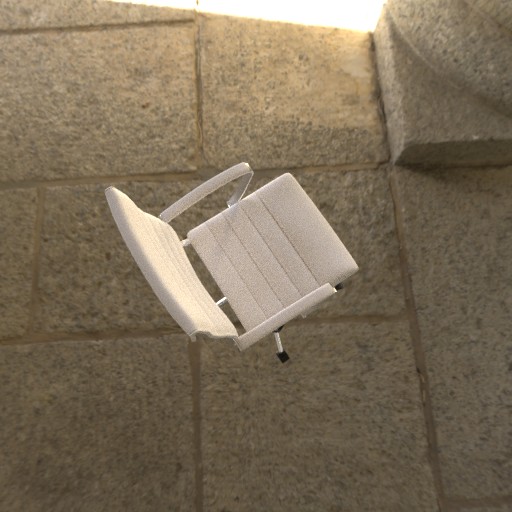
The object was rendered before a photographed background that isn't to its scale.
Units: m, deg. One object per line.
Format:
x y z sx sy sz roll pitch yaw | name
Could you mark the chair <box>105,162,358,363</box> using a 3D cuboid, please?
0.000 0.000 1.668 0.739 1.149 0.766 -32 77 -8 | chair
